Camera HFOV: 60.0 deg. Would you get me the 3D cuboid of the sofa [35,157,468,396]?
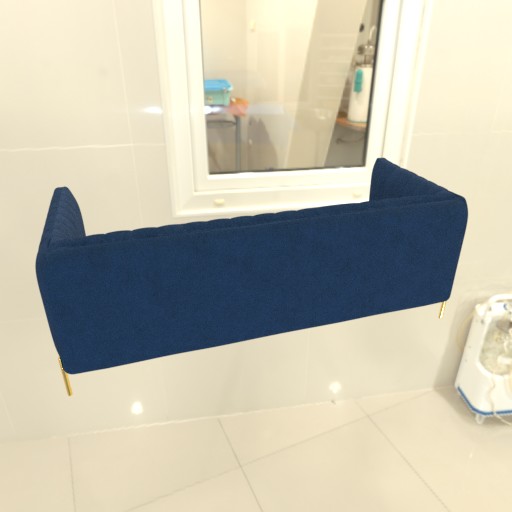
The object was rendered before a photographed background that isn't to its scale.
[{"bbox_3d":[0.000,0.000,2.523,2.136,0.793,0.896,-8,29,-15],"label":"sofa"}]
